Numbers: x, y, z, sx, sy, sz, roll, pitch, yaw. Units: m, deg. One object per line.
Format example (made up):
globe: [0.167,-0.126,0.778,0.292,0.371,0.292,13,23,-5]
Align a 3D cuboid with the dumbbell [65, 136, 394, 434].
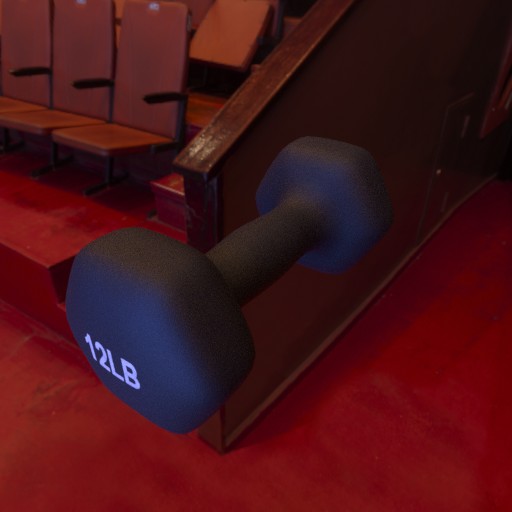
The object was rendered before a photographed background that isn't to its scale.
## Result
dumbbell: [0.000,0.000,0.289,0.112,0.101,0.231,22,39,30]
